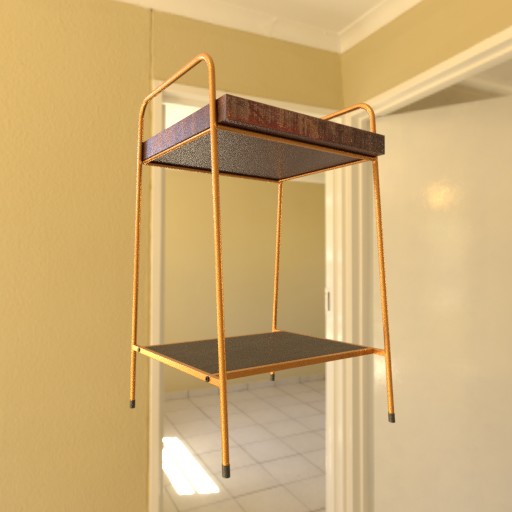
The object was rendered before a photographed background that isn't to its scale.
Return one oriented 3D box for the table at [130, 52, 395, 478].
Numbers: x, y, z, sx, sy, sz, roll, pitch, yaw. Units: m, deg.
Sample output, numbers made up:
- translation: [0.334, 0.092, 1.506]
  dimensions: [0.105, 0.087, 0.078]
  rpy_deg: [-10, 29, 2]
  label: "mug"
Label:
- translation: [0.000, 0.000, 1.000]
  dimensions: [0.430, 0.710, 0.430]
  rpy_deg: [1, -1, -36]
  label: "table"
